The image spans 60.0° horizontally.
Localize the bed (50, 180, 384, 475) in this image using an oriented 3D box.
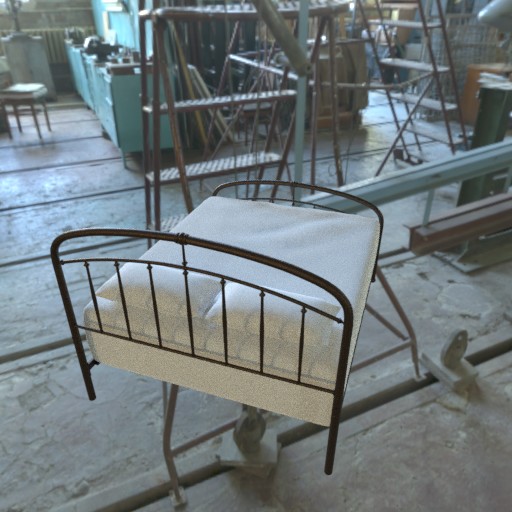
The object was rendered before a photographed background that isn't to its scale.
[{"bbox_3d":[0.000,0.000,3.327,1.711,1.425,2.180,10,32,17],"label":"bed"}]
